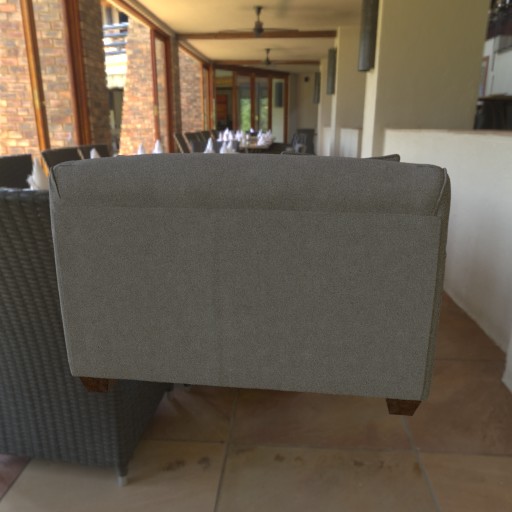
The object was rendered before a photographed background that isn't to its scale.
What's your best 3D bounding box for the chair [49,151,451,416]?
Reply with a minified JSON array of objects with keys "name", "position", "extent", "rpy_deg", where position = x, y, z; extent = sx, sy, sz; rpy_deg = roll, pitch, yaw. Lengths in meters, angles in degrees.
[{"name":"chair","position":[0.000,0.000,2.017],"extent":[1.395,0.953,0.992],"rpy_deg":[2,16,7]}]
